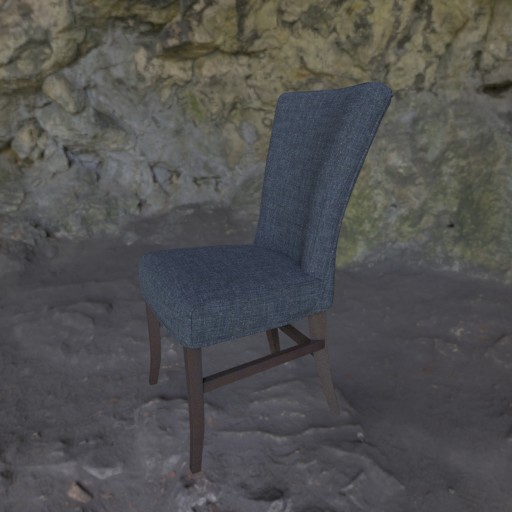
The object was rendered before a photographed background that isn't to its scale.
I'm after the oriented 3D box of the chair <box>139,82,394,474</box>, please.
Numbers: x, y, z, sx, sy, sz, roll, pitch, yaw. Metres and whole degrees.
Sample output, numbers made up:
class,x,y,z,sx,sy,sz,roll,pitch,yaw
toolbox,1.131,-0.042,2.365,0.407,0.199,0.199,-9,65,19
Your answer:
class,x,y,z,sx,sy,sz,roll,pitch,yaw
chair,0.000,0.000,1.369,0.660,0.991,0.520,-8,18,-25
